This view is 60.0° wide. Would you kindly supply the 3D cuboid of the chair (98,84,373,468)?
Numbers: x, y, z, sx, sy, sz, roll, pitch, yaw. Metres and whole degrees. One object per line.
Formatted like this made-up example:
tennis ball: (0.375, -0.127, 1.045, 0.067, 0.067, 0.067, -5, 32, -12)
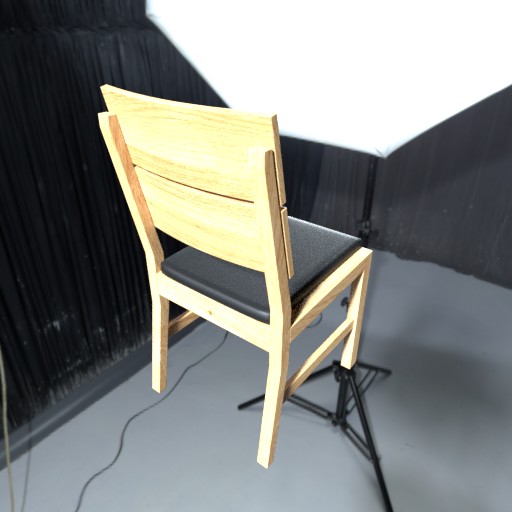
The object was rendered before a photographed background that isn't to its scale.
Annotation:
chair: (0.000, 0.000, 1.281, 0.475, 0.950, 0.569, 21, 36, 32)
